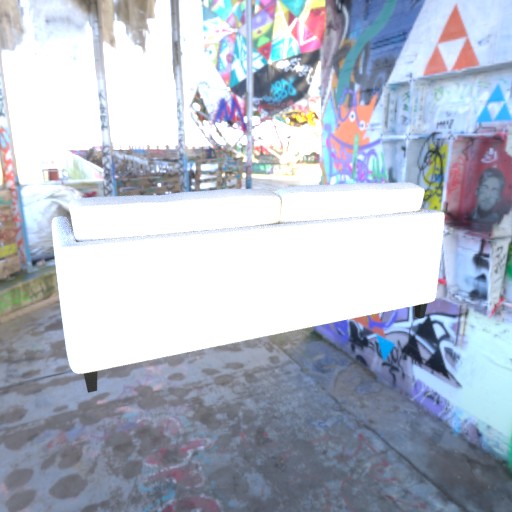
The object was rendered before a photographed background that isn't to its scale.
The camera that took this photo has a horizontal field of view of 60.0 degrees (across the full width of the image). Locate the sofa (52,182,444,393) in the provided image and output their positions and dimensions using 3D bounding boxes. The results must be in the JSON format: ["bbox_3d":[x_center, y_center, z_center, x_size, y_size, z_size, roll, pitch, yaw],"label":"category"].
[{"bbox_3d":[0.000,0.000,2.960,2.434,0.965,0.948,-7,16,-25],"label":"sofa"}]
